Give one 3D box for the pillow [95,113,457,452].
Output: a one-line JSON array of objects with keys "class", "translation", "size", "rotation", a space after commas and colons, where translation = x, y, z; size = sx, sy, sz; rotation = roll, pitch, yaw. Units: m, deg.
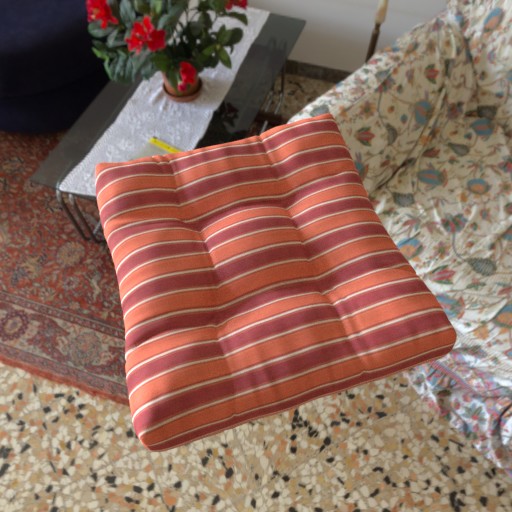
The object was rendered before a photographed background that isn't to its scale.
[{"class": "pillow", "translation": [0.000, 0.000, 0.726], "size": [0.468, 0.133, 0.490], "rotation": [-15, 60, -9]}]
